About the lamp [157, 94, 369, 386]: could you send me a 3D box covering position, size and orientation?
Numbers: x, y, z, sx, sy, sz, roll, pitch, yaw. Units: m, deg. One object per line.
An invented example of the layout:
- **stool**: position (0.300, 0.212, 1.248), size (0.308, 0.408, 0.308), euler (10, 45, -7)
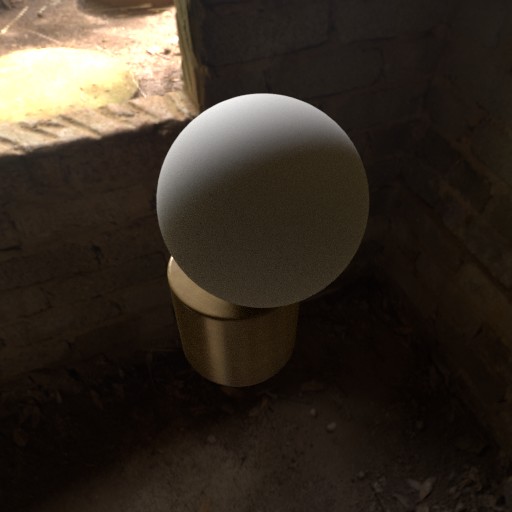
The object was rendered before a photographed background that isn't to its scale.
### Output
- **lamp**: position (0.000, 0.000, 0.344), size (0.152, 0.250, 0.141), euler (25, 51, 22)
